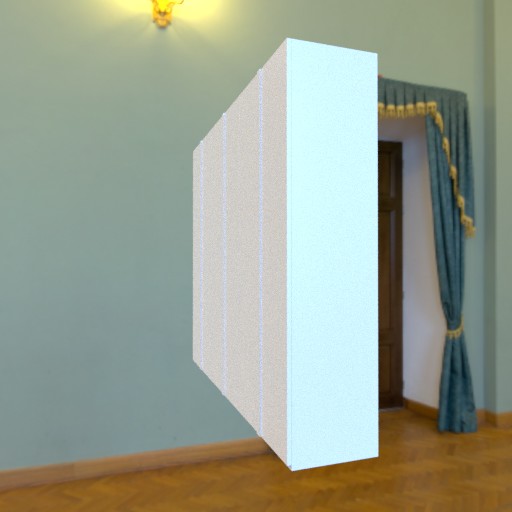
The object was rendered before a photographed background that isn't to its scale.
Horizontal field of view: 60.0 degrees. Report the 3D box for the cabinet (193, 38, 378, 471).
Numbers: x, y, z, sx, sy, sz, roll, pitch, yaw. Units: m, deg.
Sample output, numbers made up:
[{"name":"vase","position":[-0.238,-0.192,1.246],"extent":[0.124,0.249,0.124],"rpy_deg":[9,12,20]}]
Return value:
[{"name":"cabinet","position":[0.000,0.000,3.788],"extent":[0.590,2.370,2.700],"rpy_deg":[0,-1,-19]}]
